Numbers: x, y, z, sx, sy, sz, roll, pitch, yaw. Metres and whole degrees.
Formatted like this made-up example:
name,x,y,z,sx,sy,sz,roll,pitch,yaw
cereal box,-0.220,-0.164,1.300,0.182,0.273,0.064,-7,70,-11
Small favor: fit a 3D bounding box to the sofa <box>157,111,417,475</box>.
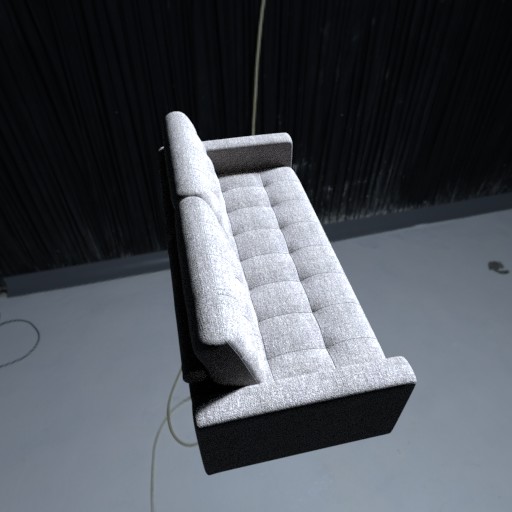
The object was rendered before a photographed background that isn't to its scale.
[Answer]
name,x,y,z,sx,sy,sz,roll,pitch,yaw
sofa,0.000,0.000,2.295,0.863,0.902,1.821,-9,46,-9
